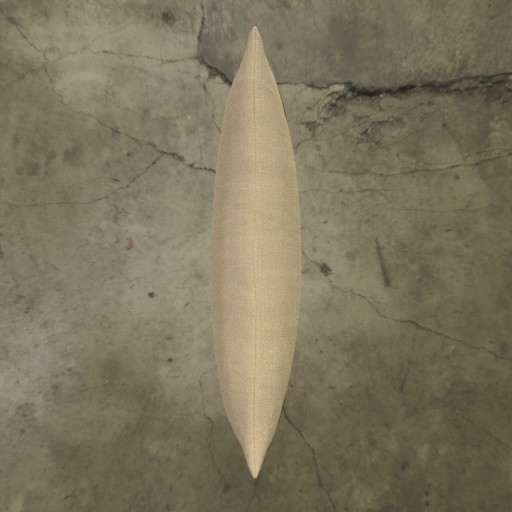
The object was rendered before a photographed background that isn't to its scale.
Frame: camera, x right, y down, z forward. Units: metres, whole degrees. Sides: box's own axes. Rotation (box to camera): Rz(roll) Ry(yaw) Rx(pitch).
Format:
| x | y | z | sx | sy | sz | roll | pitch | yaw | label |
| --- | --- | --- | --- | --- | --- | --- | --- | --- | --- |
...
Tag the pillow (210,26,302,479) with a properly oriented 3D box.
| x | y | z | sx | sy | sz | roll | pitch | yaw | label |
| --- | --- | --- | --- | --- | --- | --- | --- | --- | --- |
| 0.000 | 0.000 | 0.735 | 0.148 | 0.308 | 0.612 | 0 | 88 | 0 | pillow |
